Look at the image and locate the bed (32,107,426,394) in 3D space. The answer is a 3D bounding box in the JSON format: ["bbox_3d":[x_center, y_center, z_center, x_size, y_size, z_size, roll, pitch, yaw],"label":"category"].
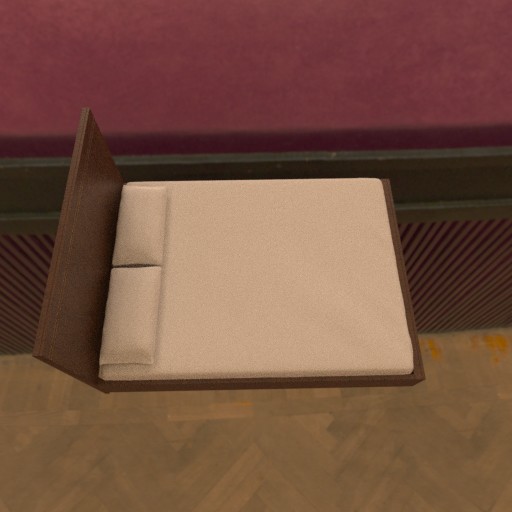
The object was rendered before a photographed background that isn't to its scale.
[{"bbox_3d":[0.000,0.000,3.052,2.221,1.169,1.613,-1,64,0],"label":"bed"}]
